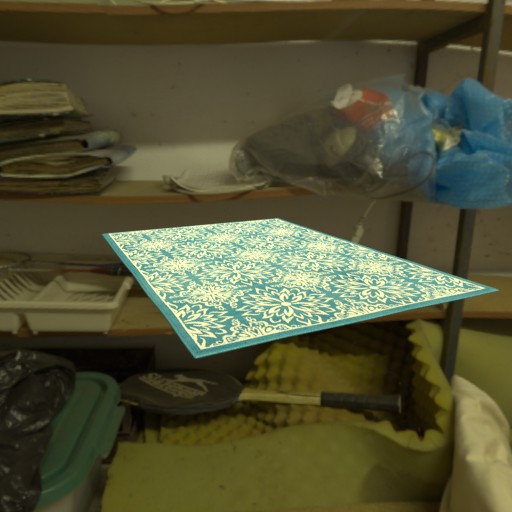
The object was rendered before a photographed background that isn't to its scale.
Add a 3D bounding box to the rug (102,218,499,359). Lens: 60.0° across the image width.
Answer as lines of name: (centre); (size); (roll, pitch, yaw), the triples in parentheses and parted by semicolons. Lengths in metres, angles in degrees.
rug: (0.000, 0.000, 2.782); (1.554, 0.012, 2.205); (-7, 17, -25)
